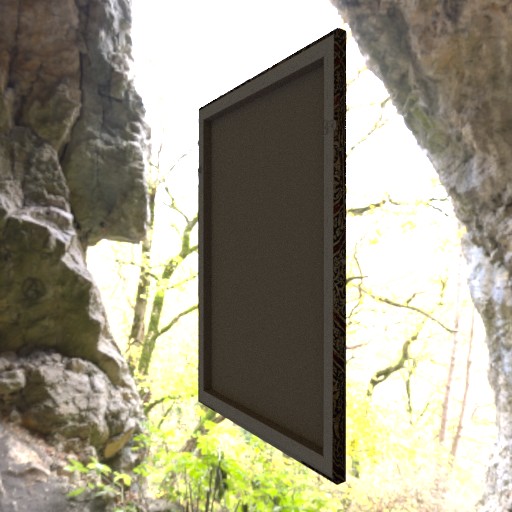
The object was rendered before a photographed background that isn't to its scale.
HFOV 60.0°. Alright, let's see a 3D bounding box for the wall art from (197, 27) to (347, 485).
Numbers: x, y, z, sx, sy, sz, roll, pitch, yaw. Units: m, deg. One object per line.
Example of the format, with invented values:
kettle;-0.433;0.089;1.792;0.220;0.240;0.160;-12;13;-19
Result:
wall art;0.000;0.000;0.747;0.020;0.599;0.397;0;1;-34
